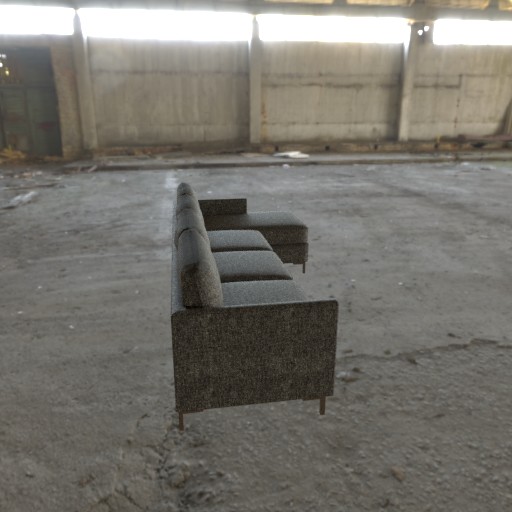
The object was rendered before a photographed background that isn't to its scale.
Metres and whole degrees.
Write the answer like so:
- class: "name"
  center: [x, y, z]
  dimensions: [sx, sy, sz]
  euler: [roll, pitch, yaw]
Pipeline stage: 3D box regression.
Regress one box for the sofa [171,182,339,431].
- class: "sofa"
  center: [0.000, 0.000, 4.070]
  dimensions: [1.488, 0.970, 3.384]
  euler: [-3, 18, -9]
